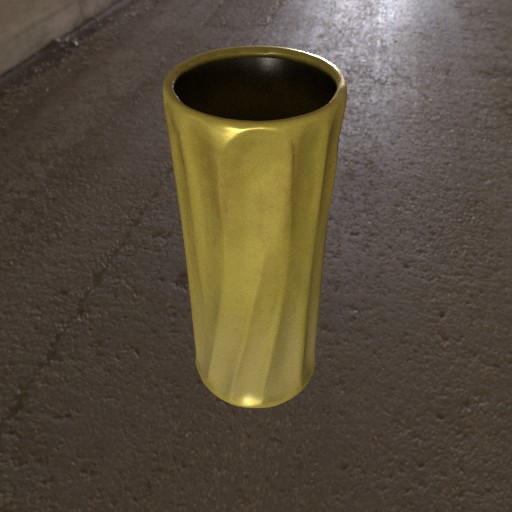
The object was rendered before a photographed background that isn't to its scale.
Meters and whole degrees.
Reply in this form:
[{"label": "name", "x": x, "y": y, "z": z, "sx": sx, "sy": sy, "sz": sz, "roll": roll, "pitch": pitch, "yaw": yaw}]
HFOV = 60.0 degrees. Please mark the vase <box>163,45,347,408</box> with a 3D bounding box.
[{"label": "vase", "x": 0.000, "y": 0.000, "z": 0.176, "sx": 0.061, "sy": 0.143, "sz": 0.061, "roll": 0, "pitch": 46, "yaw": 0}]
